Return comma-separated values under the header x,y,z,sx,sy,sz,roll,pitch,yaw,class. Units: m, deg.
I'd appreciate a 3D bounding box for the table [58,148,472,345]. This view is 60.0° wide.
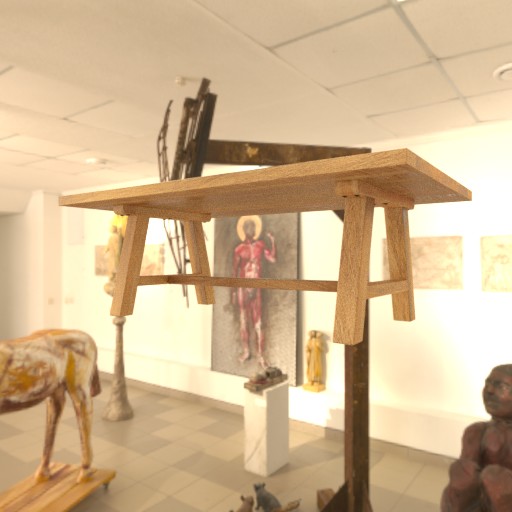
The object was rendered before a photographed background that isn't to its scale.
x,y,z,sx,sy,sz,roll,pitch,yaw,class
0.000,0.000,1.627,1.320,0.455,0.760,0,0,35,table
